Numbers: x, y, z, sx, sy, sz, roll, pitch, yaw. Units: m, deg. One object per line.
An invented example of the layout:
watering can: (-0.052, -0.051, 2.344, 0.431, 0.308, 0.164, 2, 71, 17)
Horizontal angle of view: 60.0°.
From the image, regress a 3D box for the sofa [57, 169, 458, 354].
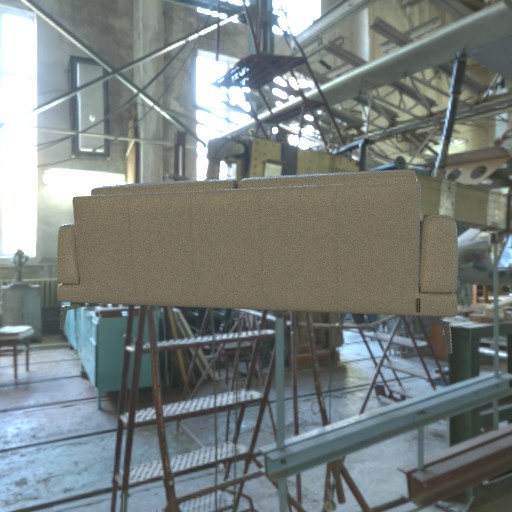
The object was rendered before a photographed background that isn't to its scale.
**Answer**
sofa: (0.000, 0.000, 2.422, 1.940, 0.765, 0.974, 0, 0, 17)
